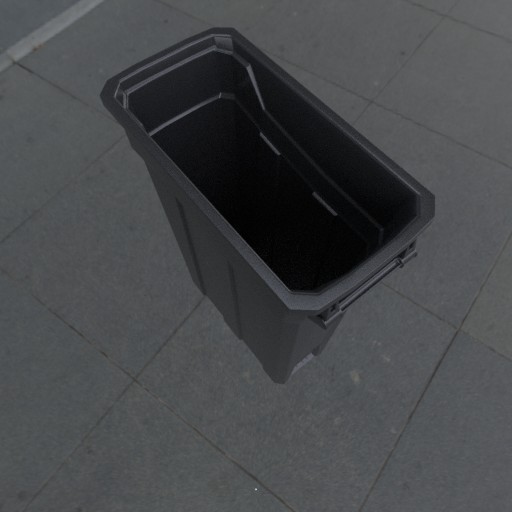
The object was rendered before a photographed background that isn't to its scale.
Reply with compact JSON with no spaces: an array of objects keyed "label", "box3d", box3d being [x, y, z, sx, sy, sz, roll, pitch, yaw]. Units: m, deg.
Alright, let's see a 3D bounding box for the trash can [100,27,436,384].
[{"label":"trash can","box3d":[0.000,0.000,1.026,0.281,0.762,0.559,-35,68,-17]}]
